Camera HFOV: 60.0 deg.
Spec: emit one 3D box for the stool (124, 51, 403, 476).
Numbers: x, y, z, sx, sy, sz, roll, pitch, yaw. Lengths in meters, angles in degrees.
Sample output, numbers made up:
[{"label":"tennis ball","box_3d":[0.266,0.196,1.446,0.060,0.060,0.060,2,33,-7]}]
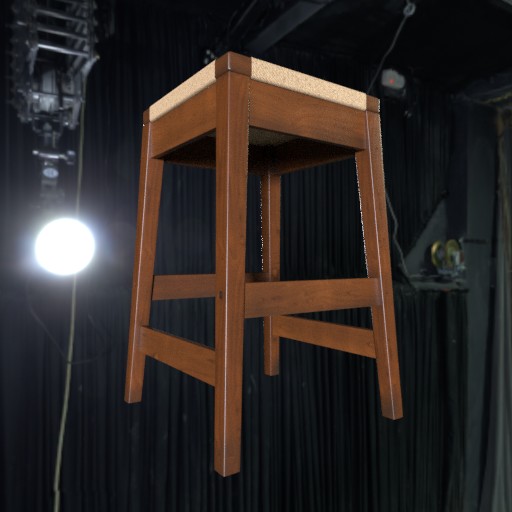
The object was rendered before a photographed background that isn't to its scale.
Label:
[{"label":"stool","box_3d":[0.000,0.000,1.113,0.497,0.762,0.507,0,0,-36]}]
